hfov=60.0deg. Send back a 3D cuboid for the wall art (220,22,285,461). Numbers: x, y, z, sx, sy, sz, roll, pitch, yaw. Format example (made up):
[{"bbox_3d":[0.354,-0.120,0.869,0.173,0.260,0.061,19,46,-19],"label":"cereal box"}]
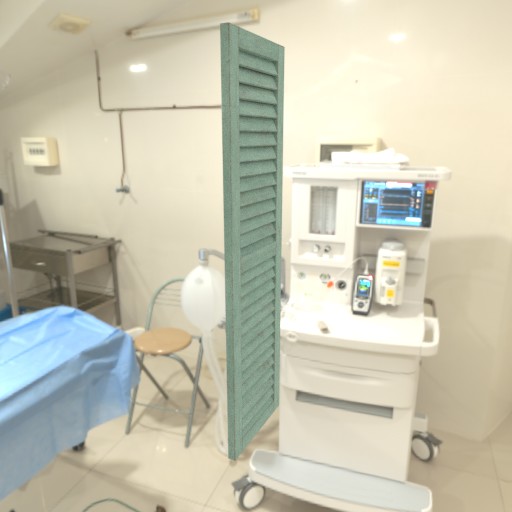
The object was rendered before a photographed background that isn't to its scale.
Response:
[{"bbox_3d":[0.000,0.000,1.346,0.025,1.219,0.329,8,17,26],"label":"wall art"}]
